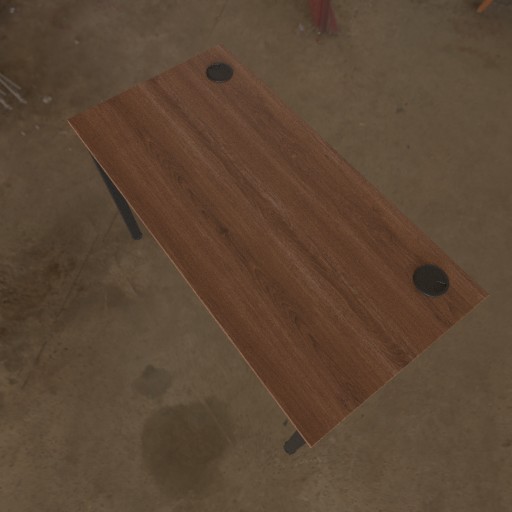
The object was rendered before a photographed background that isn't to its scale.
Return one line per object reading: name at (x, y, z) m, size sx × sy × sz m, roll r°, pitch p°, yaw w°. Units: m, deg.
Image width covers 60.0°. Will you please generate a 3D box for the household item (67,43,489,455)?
household item at (0.000, 0.000, 1.604) m, size 0.600 × 0.750 × 1.200 m, roll -34°, pitch 68°, yaw -16°
